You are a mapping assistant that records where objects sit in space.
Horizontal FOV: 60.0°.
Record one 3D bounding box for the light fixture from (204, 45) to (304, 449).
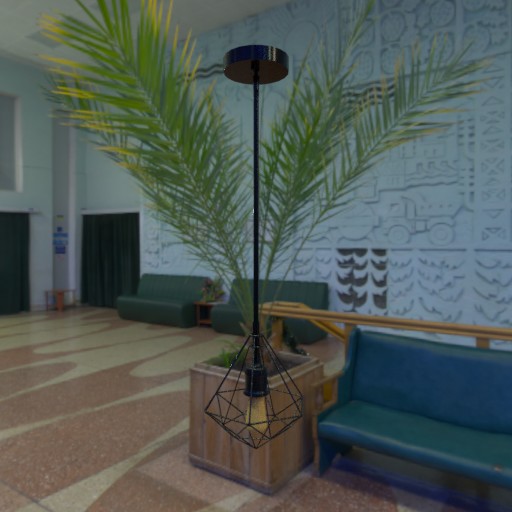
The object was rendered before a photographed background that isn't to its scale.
[{"bbox_3d":[0.000,0.000,2.010,0.487,1.764,0.431,1,2,37],"label":"light fixture"}]
